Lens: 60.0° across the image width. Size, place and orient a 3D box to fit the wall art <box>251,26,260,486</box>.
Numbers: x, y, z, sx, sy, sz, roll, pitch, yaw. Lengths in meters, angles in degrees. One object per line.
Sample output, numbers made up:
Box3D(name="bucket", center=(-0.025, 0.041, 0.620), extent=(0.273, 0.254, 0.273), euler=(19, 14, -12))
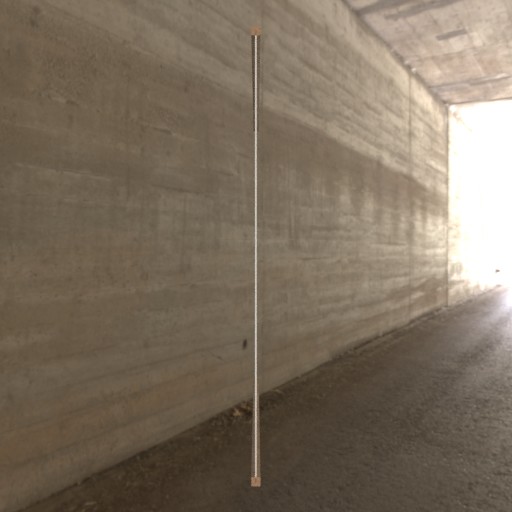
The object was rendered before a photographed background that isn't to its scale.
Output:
Box3D(name="wall art", center=(0.000, 0.000, 0.815), extent=(0.012, 0.608, 0.459), euler=(0, 0, 0))
